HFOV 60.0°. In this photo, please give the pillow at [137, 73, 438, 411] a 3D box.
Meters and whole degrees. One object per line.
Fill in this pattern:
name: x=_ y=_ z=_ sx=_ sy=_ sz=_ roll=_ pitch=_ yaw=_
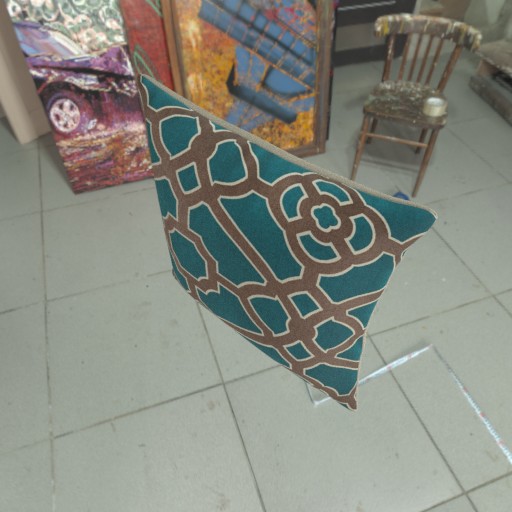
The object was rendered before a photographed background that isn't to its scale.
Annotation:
pillow: x=0.000 y=0.000 z=0.791 sx=0.526 sy=0.507 sz=0.166 roll=33 pitch=55 yaw=26
